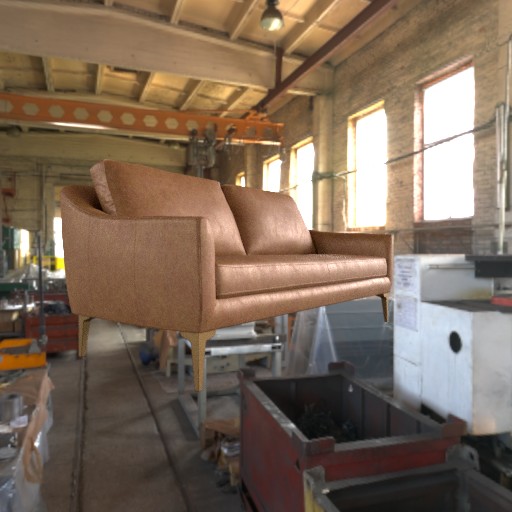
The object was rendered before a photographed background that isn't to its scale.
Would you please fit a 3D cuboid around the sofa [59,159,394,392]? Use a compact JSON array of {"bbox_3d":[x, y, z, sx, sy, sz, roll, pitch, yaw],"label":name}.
[{"bbox_3d":[0.000,0.000,2.621,0.981,0.945,2.036,0,1,36],"label":"sofa"}]
